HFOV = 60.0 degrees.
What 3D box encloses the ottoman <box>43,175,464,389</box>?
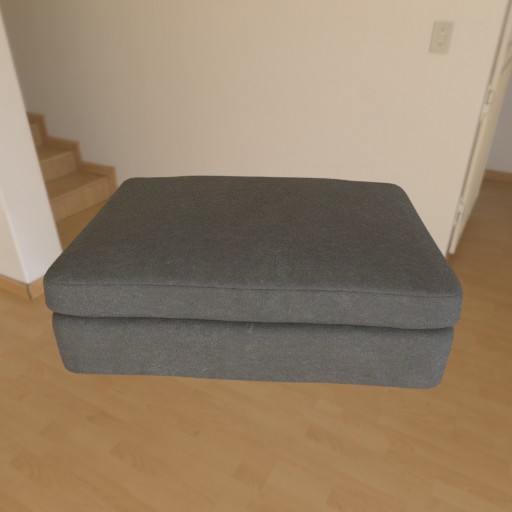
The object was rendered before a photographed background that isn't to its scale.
[{"bbox_3d":[0.000,0.000,1.605,1.199,0.429,0.840,2,31,3],"label":"ottoman"}]
